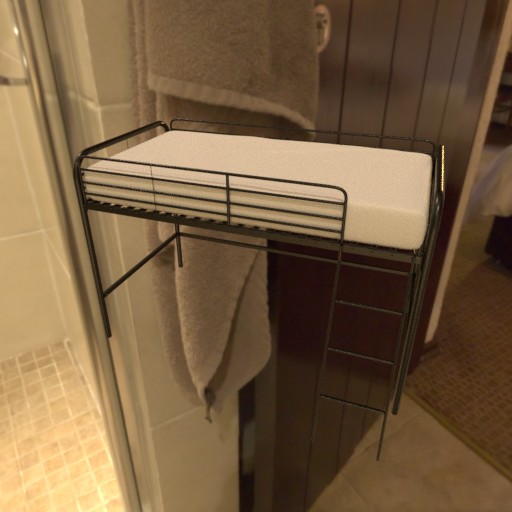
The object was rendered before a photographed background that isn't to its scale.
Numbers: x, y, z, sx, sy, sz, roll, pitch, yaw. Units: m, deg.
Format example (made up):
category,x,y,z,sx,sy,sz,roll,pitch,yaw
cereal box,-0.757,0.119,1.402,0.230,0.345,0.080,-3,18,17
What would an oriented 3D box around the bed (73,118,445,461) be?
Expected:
category,x,y,z,sx,sy,sz,roll,pitch,yaw
bed,0.000,0.000,2.769,1.968,1.289,1.393,10,31,18
